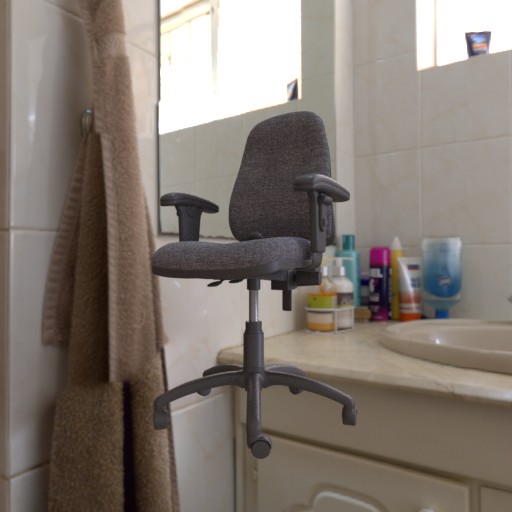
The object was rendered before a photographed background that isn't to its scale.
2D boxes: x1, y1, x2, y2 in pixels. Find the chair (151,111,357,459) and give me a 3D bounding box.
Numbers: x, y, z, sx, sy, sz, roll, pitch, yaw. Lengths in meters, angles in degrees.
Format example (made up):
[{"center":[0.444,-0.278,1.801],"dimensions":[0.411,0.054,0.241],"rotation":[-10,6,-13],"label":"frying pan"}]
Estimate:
[{"center":[0.000,0.000,1.280],"dimensions":[0.550,0.910,0.530],"rotation":[-1,-1,36],"label":"chair"}]
